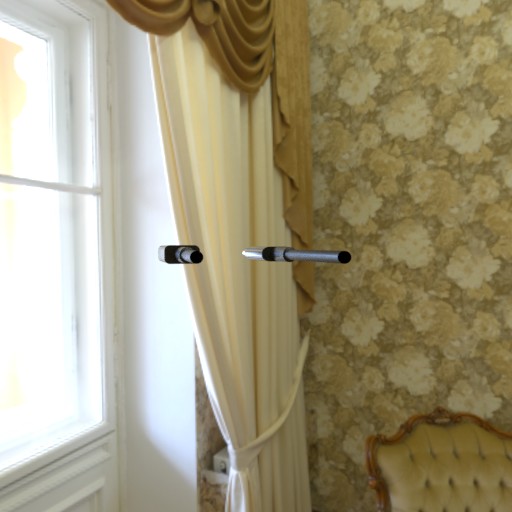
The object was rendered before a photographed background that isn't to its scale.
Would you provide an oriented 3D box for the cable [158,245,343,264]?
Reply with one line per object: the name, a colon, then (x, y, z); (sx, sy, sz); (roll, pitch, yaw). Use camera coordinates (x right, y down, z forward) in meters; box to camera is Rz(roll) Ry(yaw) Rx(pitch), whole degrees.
cable: (0.000, 0.000, 0.112); (0.040, 0.006, 0.098); (0, 1, -18)
